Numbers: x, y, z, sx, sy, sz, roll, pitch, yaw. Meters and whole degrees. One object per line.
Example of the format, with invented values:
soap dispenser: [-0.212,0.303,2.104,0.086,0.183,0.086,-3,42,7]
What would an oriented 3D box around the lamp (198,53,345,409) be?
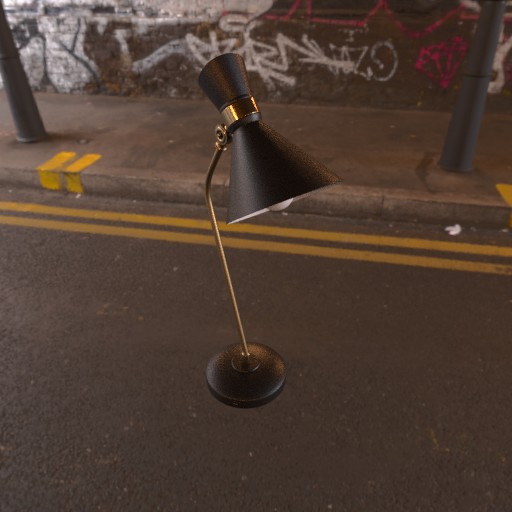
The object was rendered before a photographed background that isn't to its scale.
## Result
lamp: [0.000,0.000,0.781,0.189,0.647,0.292,-24,38,-34]
